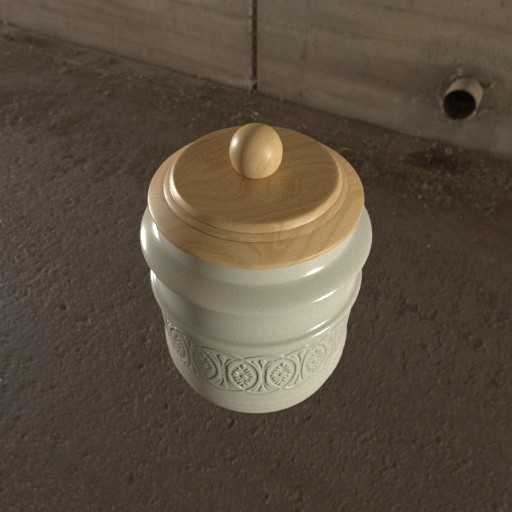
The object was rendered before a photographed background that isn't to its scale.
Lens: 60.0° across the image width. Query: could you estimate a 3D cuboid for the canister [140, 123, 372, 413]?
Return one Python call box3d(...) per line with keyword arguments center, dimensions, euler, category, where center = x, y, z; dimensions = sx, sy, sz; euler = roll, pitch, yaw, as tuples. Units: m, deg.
box3d(center=(0.000, 0.000, 0.273), dimensions=(0.130, 0.176, 0.130), euler=(0, 47, 0), category="canister")
